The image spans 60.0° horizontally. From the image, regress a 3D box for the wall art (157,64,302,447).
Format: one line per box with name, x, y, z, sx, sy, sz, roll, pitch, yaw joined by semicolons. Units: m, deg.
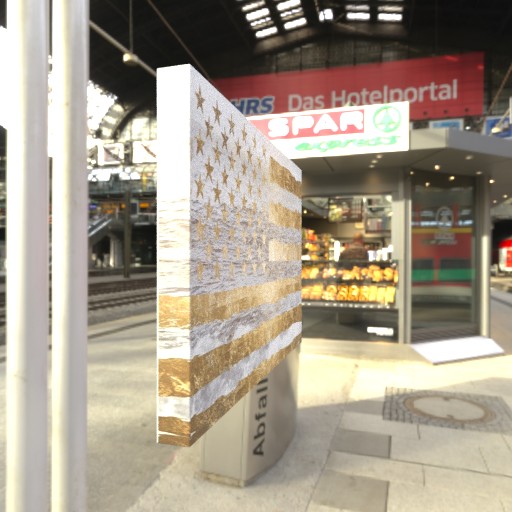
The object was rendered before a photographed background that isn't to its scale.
wall art;0.000;0.000;0.765;0.041;0.407;0.606;0;0;17
